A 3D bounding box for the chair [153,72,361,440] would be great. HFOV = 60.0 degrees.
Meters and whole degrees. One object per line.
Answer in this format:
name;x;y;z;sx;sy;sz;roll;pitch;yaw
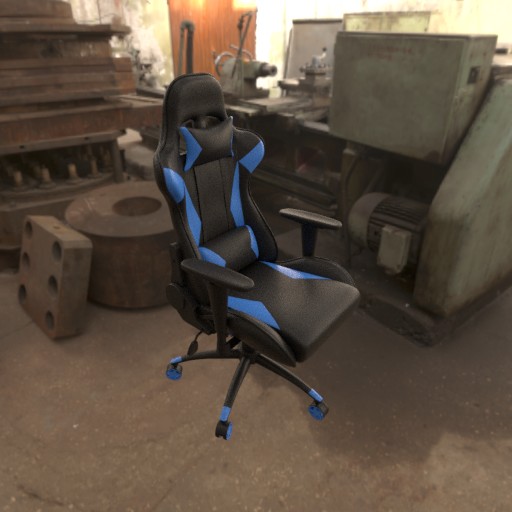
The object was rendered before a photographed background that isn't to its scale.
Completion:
chair;0.000;0.000;1.709;0.730;1.282;0.695;19;32;32
